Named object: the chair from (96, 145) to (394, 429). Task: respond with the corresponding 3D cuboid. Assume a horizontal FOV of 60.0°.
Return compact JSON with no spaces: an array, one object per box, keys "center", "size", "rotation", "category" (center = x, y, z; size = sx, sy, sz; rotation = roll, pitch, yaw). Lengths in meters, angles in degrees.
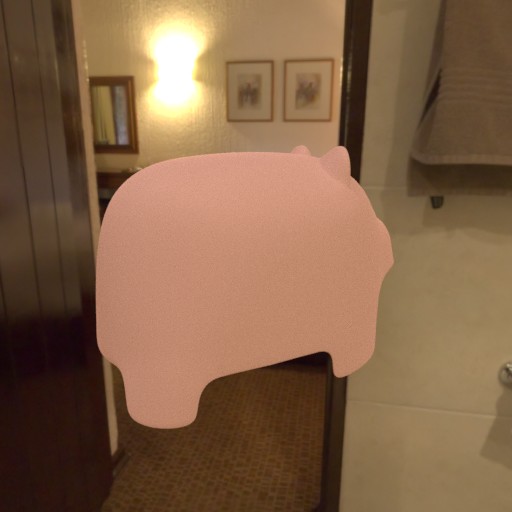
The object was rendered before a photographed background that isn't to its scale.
[{"center":[0.000,0.000,0.880],"size":[0.619,0.423,0.364],"rotation":[-7,16,-26],"category":"chair"}]
